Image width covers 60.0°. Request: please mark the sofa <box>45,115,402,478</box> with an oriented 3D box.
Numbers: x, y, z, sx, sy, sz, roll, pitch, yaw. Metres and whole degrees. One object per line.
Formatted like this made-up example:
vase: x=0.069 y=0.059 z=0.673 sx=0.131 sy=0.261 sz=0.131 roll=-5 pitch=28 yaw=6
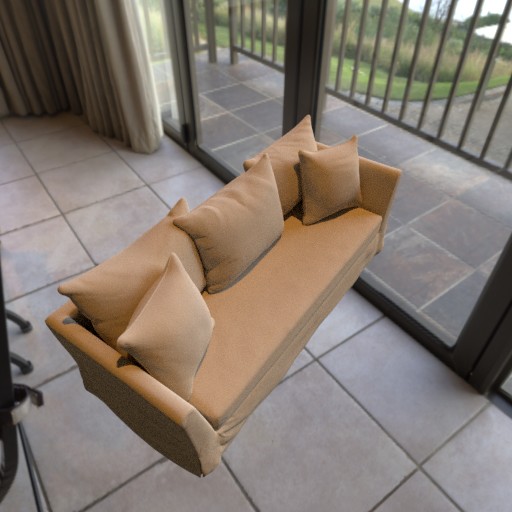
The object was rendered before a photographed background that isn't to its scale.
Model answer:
sofa: x=0.000 y=0.000 z=3.012 sx=1.046 sy=1.047 sz=2.499 roll=26 pitch=49 yaw=25
